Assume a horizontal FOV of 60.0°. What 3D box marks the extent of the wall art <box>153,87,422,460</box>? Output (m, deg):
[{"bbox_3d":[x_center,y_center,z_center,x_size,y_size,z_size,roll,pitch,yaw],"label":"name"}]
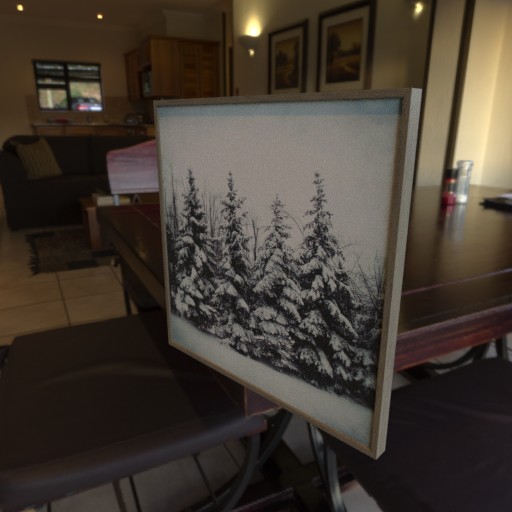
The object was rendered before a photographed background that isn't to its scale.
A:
[{"bbox_3d":[0.000,0.000,1.116,0.758,0.758,0.039,16,23,41],"label":"wall art"}]
